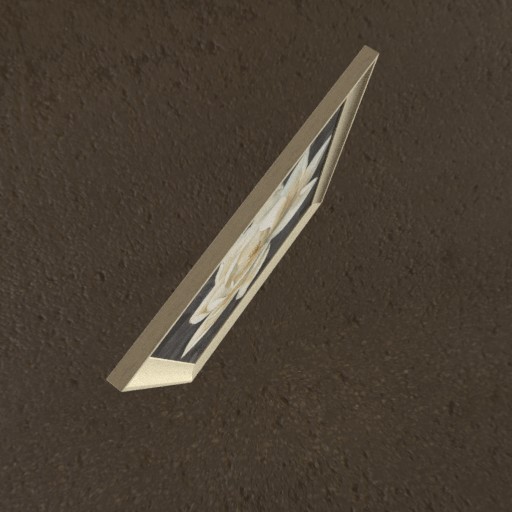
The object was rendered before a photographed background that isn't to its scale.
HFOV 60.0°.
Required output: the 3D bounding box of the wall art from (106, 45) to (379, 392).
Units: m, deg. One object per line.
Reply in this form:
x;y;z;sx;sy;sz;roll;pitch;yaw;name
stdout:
0.000;0.000;1.518;0.045;1.016;1.016;35;78;9;wall art
